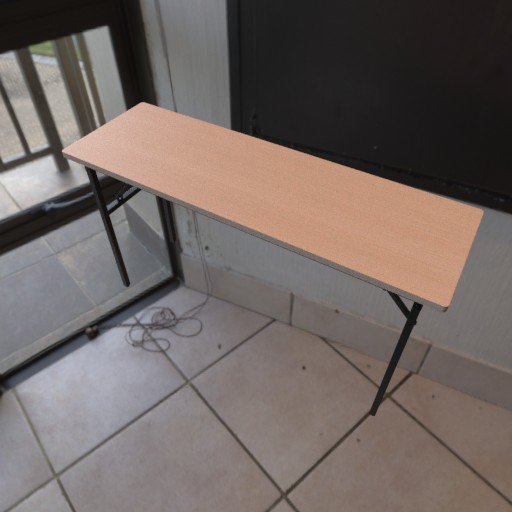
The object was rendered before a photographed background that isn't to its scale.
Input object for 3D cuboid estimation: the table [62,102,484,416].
[{"bbox_3d":[0.000,0.000,1.768,1.397,0.750,0.447,23,50,21],"label":"table"}]
